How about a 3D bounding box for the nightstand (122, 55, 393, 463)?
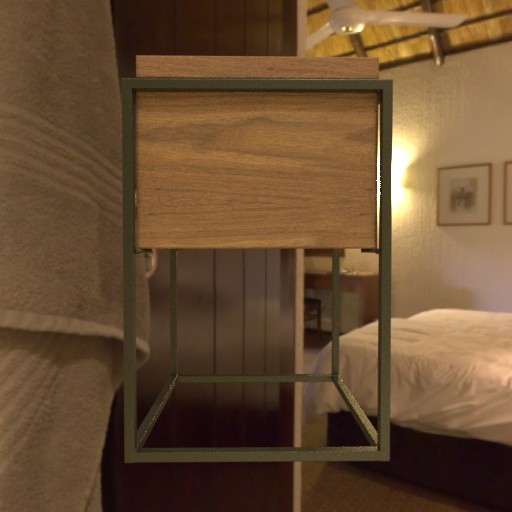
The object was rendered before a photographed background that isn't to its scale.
[{"bbox_3d":[0.000,0.000,0.852,0.397,0.607,0.397,0,2,-1],"label":"nightstand"}]
